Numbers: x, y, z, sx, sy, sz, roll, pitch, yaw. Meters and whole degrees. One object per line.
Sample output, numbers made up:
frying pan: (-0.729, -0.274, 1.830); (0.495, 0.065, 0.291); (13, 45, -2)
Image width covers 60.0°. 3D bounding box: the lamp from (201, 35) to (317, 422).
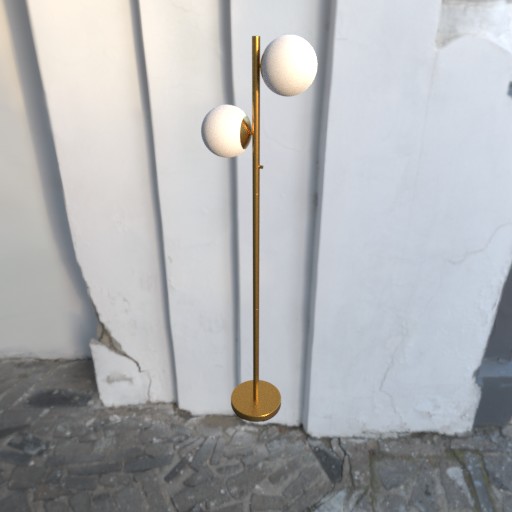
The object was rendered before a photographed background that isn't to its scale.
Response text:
lamp: (0.000, 0.000, 1.838); (0.419, 1.641, 0.249); (8, 28, 16)
